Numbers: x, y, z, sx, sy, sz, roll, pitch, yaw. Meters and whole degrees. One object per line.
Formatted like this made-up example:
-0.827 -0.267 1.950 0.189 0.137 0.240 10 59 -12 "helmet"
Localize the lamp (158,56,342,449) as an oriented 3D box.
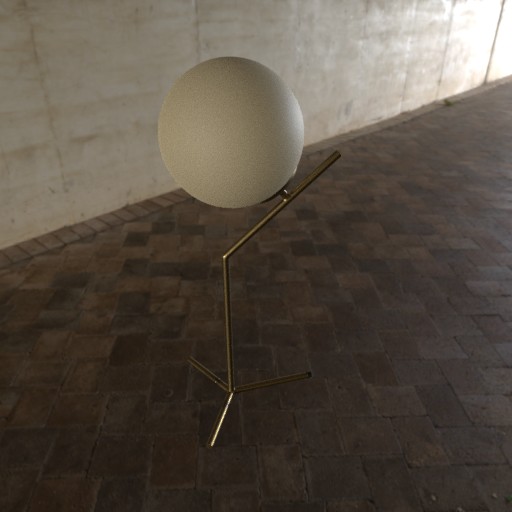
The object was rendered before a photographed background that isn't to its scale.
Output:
0.000 0.000 0.669 0.251 0.552 0.210 -8 30 -14 "lamp"
